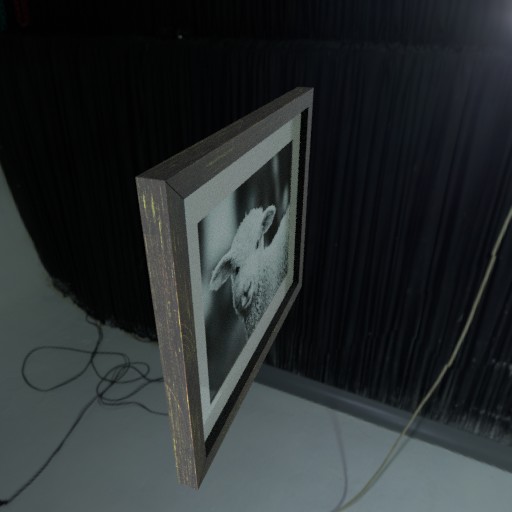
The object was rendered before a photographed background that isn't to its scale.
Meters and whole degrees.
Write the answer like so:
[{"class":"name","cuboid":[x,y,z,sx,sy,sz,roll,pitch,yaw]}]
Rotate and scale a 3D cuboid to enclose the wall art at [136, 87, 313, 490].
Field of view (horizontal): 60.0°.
[{"class":"wall art","cuboid":[0.000,0.000,0.745,0.032,0.457,0.558,10,31,18]}]
